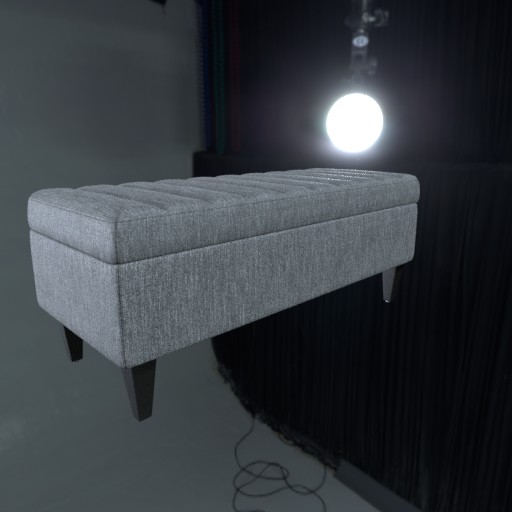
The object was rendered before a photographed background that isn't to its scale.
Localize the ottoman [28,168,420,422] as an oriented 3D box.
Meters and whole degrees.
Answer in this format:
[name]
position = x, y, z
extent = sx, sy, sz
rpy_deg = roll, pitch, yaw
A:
[ottoman]
position = 0.000, 0.000, 1.367
extent = 1.151, 0.469, 0.482
rpy_deg = -14, 21, -42
